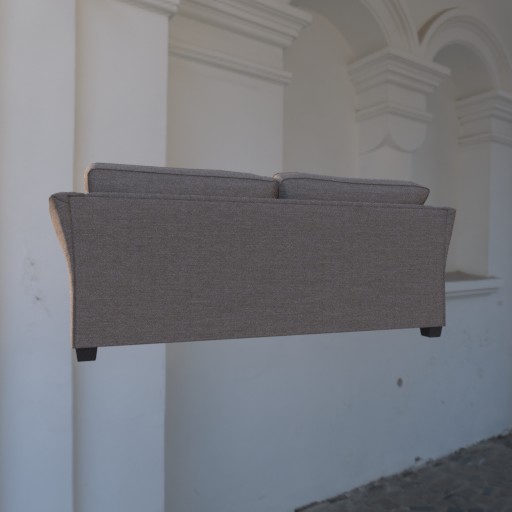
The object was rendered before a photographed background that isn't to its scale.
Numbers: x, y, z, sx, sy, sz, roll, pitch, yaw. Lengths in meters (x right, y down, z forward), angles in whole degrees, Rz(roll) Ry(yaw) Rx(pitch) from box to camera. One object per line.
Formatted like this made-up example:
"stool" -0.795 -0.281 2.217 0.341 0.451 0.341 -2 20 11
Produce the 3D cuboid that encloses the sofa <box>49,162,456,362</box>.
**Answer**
"sofa" 0.000 0.000 2.775 2.270 0.965 0.980 0 0 -18
